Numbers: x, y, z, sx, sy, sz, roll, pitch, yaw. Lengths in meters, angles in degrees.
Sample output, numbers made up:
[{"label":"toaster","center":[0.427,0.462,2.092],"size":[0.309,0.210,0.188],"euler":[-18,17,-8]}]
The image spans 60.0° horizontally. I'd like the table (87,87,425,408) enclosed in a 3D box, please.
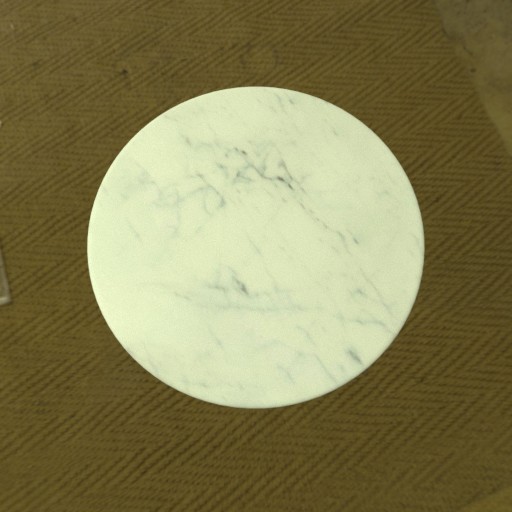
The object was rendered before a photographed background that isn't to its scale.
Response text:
[{"label":"table","center":[0.000,0.000,1.268],"size":[0.800,0.450,0.800],"euler":[0,75,0]}]
